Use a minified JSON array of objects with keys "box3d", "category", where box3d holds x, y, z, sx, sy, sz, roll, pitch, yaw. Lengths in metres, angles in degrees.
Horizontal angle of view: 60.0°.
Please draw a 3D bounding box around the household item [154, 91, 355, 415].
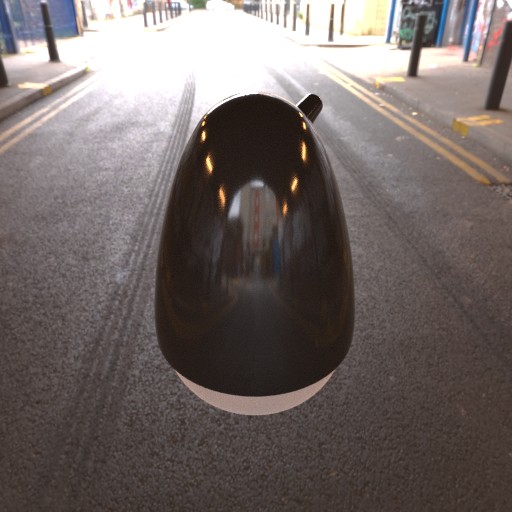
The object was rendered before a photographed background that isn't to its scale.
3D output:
[{"box3d":[0.000,0.000,0.215,0.102,0.152,0.104,20,35,30],"category":"household item"}]
